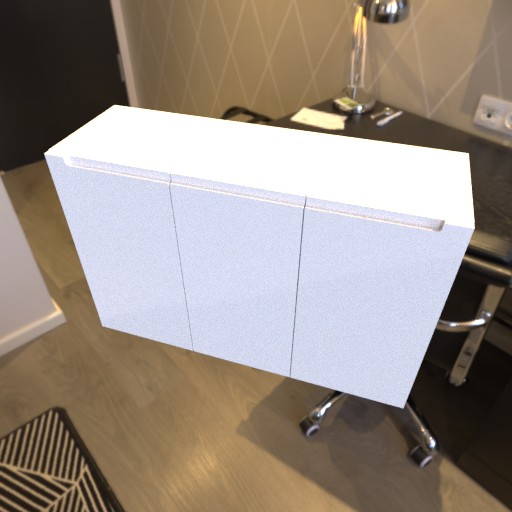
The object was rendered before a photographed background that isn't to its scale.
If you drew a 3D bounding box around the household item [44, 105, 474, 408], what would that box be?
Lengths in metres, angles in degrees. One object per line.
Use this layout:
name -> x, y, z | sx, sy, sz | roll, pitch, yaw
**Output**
household item -> 0.000, 0.000, 1.706 | 1.300, 0.867, 0.420 | 12, 42, 14
